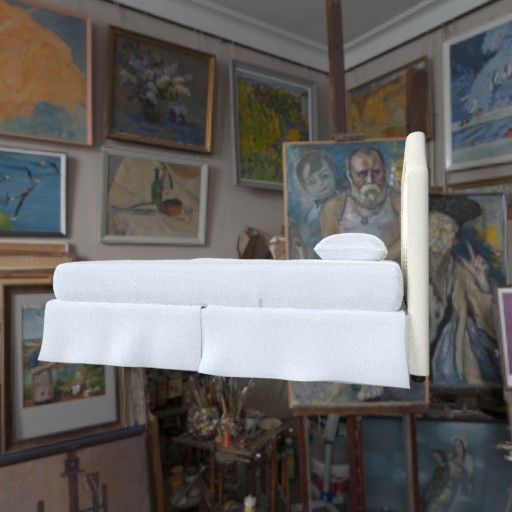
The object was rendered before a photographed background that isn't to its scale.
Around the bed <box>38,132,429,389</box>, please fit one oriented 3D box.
[{"bbox_3d":[0.000,0.000,4.021,2.773,1.590,2.350,0,-1,17],"label":"bed"}]
